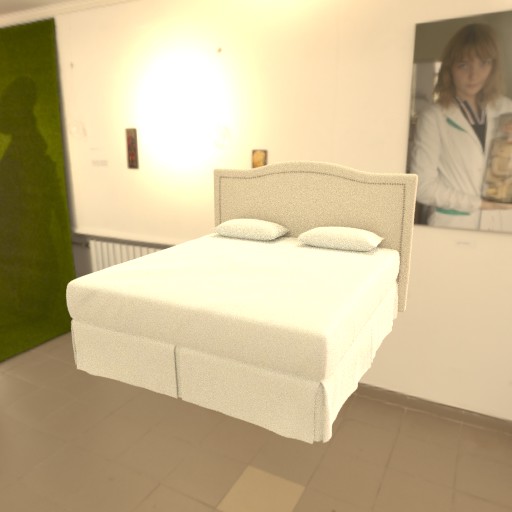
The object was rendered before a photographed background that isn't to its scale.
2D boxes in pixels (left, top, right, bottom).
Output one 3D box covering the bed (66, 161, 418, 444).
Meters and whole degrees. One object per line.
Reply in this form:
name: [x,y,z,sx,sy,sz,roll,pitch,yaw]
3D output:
bed: [0.000,0.000,3.553,2.083,1.421,2.182,7,16,26]
